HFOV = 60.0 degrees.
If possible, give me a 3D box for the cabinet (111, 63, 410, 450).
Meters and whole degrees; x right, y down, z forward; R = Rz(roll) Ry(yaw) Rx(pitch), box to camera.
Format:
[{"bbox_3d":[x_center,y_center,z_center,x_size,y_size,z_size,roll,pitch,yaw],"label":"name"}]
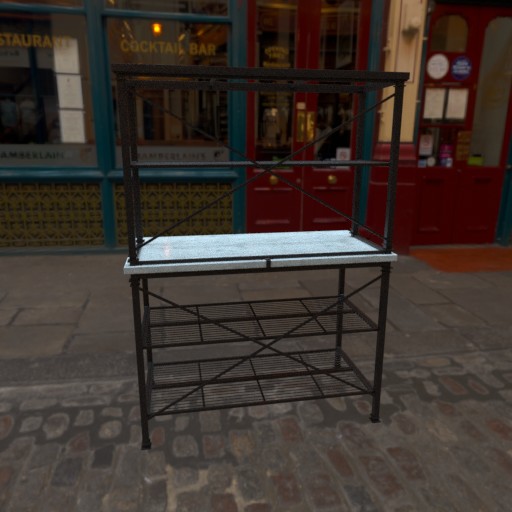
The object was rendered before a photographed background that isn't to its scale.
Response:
[{"bbox_3d":[0.000,0.000,2.213,1.210,1.659,0.610,-3,14,-10],"label":"cabinet"}]
